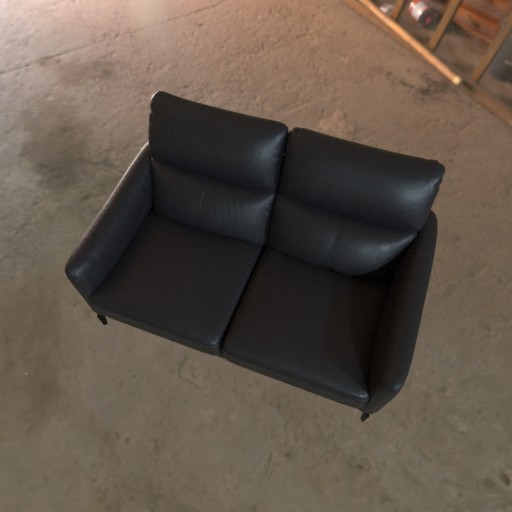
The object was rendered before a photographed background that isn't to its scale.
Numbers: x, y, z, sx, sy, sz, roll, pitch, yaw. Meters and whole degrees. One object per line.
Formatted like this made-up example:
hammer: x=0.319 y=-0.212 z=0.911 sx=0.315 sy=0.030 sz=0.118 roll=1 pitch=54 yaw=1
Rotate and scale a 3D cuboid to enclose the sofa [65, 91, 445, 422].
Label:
sofa: x=0.000 y=0.000 z=2.157 sx=1.596 sy=0.920 sz=0.958 roll=18 pitch=59 yaw=11
